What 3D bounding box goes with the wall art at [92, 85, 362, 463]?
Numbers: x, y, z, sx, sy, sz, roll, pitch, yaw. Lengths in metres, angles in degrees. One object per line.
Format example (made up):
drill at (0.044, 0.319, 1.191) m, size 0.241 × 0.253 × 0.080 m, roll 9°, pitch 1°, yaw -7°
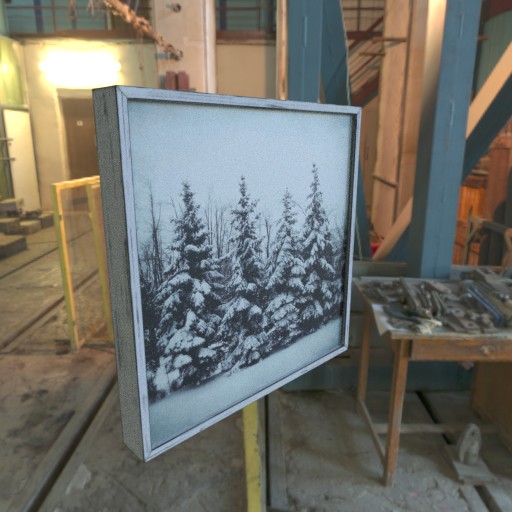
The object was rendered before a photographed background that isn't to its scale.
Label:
wall art at (0.000, 0.000, 0.455) m, size 0.303 × 0.303 × 0.036 m, roll -14°, pitch 20°, yaw -43°
